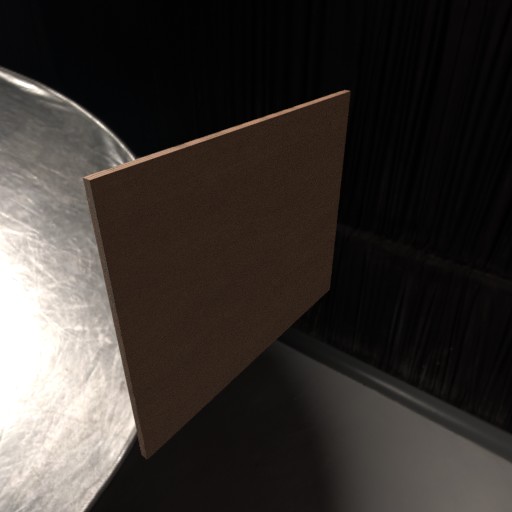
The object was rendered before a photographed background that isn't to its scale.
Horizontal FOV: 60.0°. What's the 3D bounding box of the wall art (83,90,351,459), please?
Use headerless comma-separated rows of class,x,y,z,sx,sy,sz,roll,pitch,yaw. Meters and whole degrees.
wall art,0.000,0.000,0.681,0.012,0.408,0.508,22,37,31
